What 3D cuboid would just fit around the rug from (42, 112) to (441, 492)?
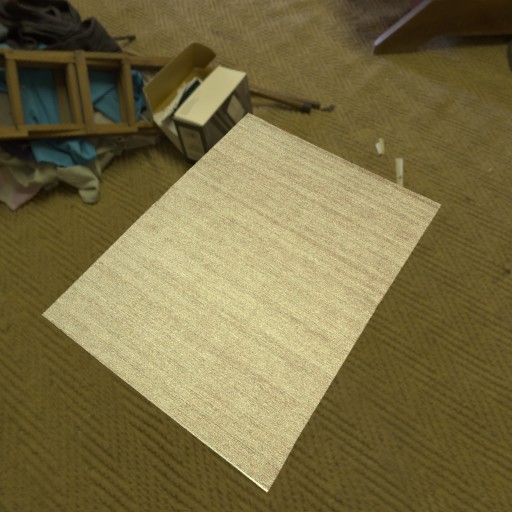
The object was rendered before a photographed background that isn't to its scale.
[{"bbox_3d":[0.000,0.000,4.244,2.434,0.045,3.202,31,64,17],"label":"rug"}]
